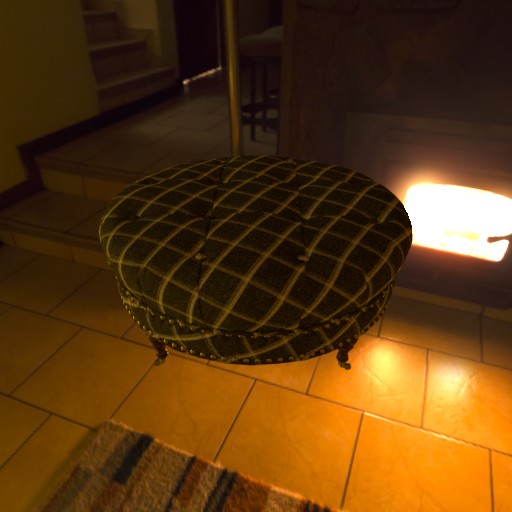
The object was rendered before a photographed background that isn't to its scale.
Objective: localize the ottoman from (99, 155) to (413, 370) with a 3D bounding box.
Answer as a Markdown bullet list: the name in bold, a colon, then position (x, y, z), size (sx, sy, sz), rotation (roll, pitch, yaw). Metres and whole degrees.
- **ottoman**: position (0.000, 0.000, 1.403), size (0.901, 0.439, 0.901), rotation (0, 32, 0)
